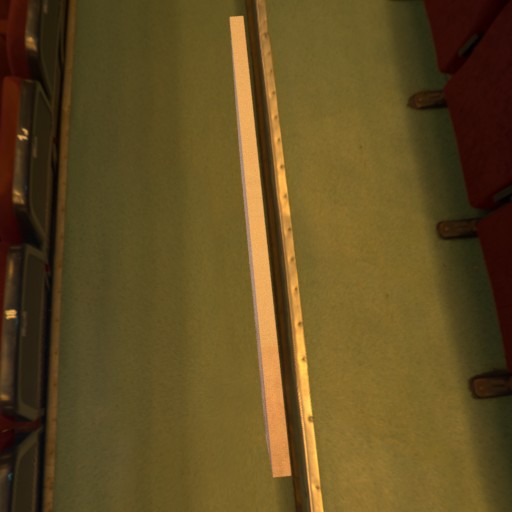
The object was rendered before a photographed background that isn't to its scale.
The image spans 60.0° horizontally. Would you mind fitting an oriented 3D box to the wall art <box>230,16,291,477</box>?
[{"bbox_3d":[0.000,0.000,1.411,0.041,0.758,1.142,-5,74,-1],"label":"wall art"}]
